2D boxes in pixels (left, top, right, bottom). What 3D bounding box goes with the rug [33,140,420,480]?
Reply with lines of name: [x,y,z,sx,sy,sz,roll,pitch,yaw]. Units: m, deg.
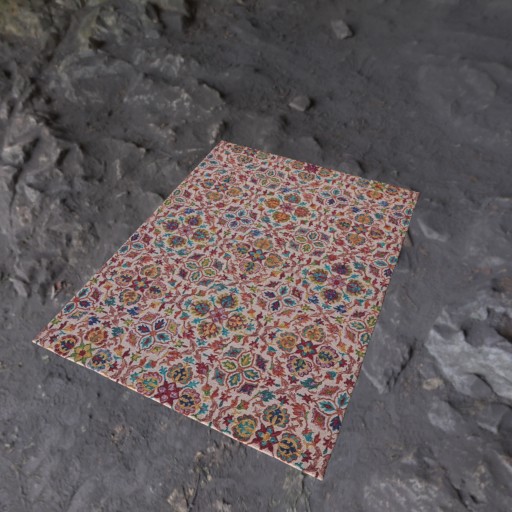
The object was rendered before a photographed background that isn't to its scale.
rug: [0.000,0.000,4.178,2.446,0.020,3.215,19,50,17]
